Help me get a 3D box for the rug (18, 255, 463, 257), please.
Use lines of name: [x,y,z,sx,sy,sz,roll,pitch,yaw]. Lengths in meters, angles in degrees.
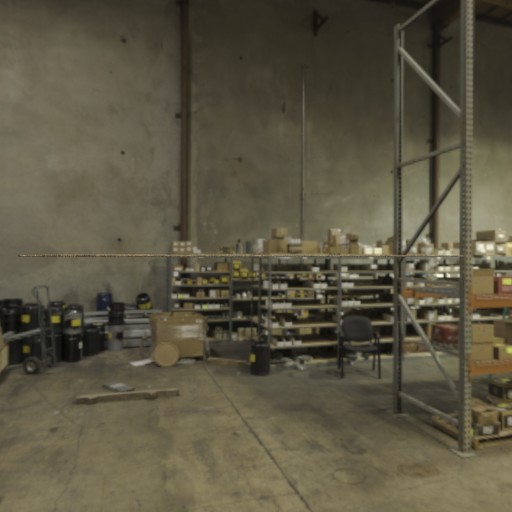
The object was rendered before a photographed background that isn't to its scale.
rug: [0.000,0.000,2.898,2.664,0.011,0.762,0,0,-18]
